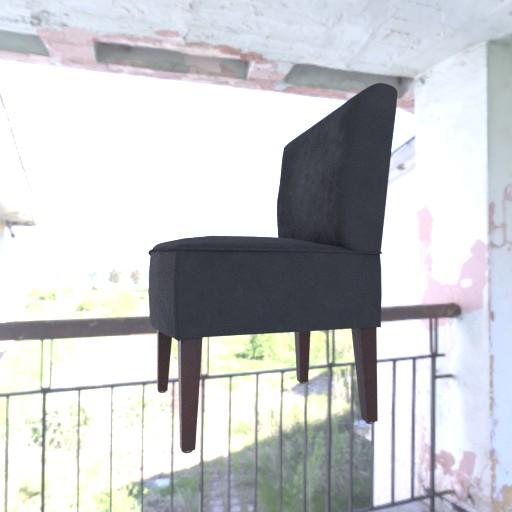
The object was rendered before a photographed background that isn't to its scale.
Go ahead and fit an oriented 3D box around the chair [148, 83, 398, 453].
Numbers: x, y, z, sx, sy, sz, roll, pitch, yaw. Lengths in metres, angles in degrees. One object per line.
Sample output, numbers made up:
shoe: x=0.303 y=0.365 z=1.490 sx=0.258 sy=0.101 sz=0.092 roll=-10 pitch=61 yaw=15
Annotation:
chair: x=0.000 y=0.000 z=1.184 sx=0.554 sy=0.806 sz=0.521 roll=1 pitch=-2 yaw=-18
